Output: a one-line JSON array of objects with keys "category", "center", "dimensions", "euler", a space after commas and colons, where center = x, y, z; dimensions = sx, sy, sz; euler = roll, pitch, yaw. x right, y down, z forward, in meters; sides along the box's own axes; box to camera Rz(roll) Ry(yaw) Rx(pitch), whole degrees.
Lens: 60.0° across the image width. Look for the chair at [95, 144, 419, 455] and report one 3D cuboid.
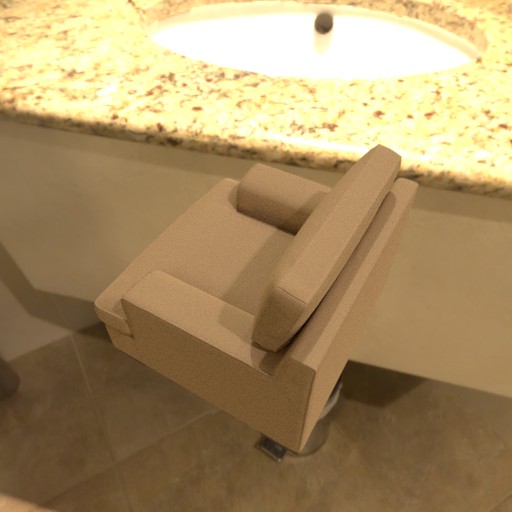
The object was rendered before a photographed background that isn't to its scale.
[{"category": "chair", "center": [0.000, 0.000, 2.177], "dimensions": [1.274, 1.005, 1.293], "euler": [17, 49, 16]}]
